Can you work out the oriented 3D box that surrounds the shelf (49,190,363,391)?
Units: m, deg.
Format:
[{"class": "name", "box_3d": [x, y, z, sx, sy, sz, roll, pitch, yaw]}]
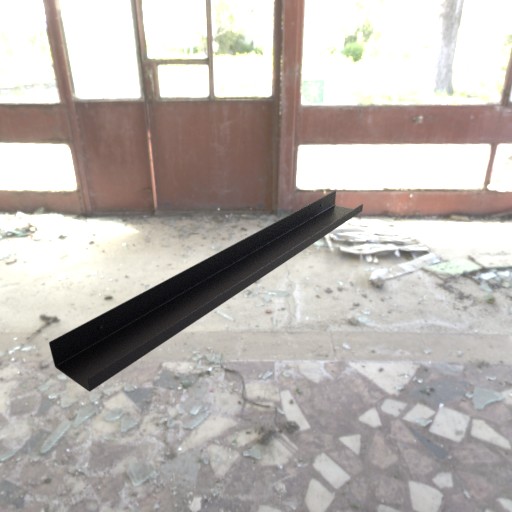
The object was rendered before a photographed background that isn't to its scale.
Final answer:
[{"class": "shelf", "box_3d": [0.000, 0.000, 0.986, 0.092, 0.049, 0.924, 18, 32, 32]}]
